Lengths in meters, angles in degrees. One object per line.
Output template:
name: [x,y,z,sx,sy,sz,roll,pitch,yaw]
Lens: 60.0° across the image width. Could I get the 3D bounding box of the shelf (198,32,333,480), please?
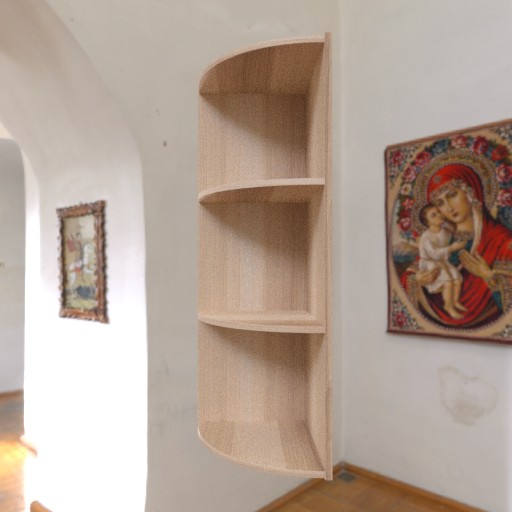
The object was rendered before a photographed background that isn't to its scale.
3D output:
shelf: [0.000,0.000,1.004,0.290,0.872,0.290,0,0,-1]
